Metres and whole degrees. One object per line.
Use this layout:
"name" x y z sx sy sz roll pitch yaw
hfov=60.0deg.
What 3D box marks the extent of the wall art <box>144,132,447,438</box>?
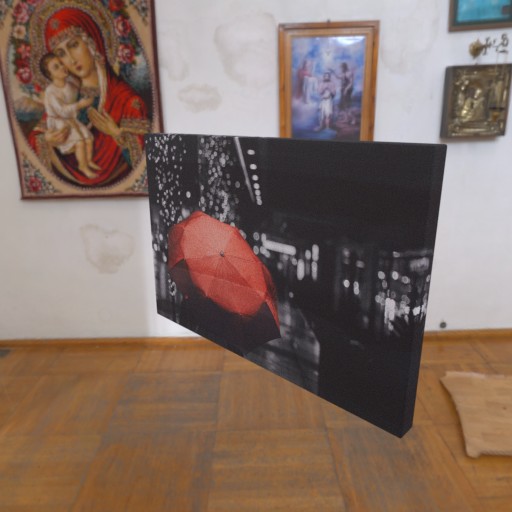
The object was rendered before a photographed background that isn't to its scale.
"wall art" 0.000 0.000 0.784 0.609 0.406 0.037 16 24 42
